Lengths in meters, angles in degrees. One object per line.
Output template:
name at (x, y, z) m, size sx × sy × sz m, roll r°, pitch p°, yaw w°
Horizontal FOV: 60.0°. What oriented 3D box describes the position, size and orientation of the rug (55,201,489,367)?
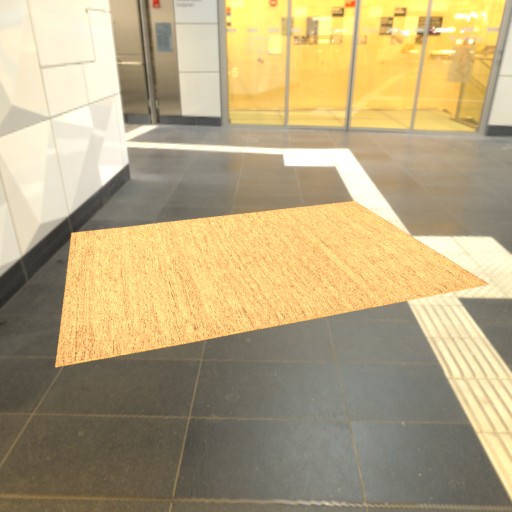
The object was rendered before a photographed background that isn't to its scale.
rug at (0.000, 0.000, 2.293) m, size 1.840 × 0.013 × 1.225 m, roll -8°, pitch 27°, yaw -16°
